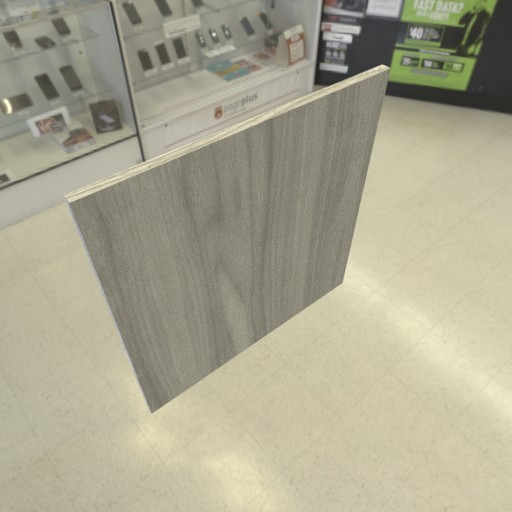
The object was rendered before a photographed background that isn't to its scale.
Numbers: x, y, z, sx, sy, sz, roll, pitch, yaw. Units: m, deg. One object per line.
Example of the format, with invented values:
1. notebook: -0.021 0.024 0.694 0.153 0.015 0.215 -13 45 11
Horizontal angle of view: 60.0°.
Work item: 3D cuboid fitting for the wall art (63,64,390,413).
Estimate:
1. wall art: 0.000 0.000 0.752 0.508 0.507 0.016 -30 54 -25
